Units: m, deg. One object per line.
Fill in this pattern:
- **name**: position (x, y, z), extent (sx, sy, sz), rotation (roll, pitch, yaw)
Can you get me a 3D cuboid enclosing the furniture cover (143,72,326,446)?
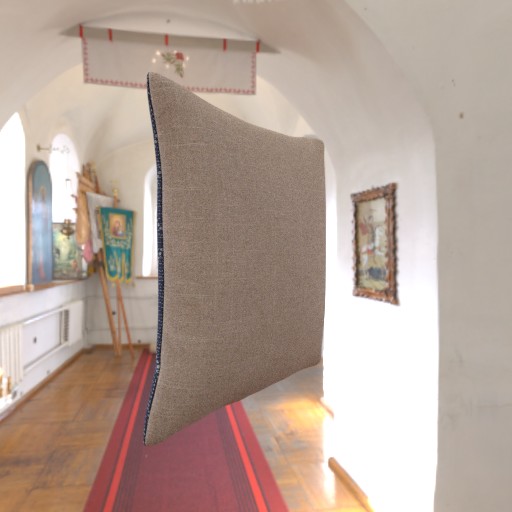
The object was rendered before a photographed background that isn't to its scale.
- **furniture cover**: position (0.000, 0.000, 0.795), extent (0.162, 0.503, 0.511), rotation (1, 2, 35)
